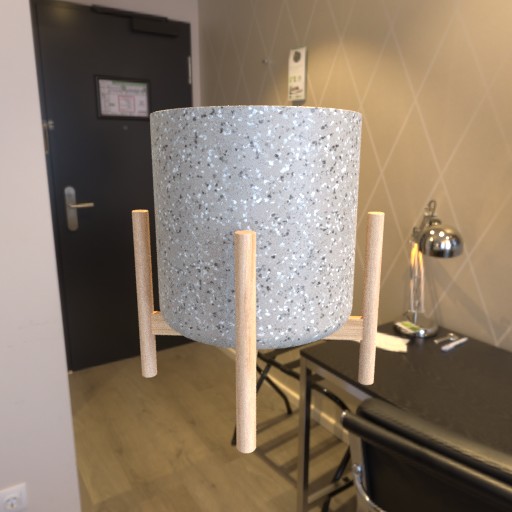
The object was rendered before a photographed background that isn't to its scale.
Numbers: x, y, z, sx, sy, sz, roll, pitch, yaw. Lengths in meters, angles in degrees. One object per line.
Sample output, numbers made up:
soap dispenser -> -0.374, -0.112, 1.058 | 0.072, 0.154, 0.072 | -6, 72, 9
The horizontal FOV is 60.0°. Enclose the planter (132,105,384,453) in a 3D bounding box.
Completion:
planter -> 0.000, 0.000, 0.696 | 0.360, 0.419, 0.360 | 6, 14, 26
